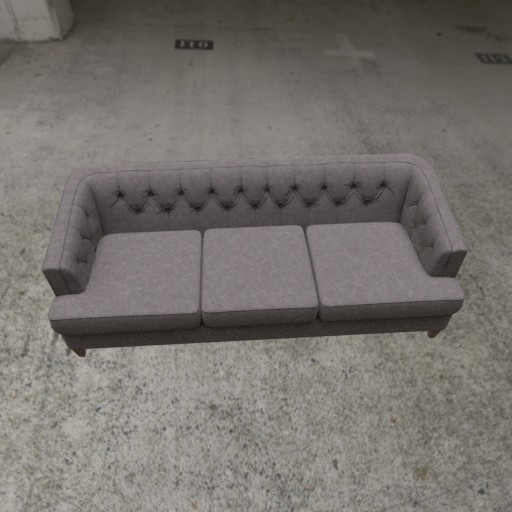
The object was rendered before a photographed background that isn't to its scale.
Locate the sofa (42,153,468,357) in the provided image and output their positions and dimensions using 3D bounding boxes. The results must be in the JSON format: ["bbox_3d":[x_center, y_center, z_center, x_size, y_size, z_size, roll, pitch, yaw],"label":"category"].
[{"bbox_3d":[0.000,0.000,2.680,2.247,0.806,0.917,-3,46,-2],"label":"sofa"}]
